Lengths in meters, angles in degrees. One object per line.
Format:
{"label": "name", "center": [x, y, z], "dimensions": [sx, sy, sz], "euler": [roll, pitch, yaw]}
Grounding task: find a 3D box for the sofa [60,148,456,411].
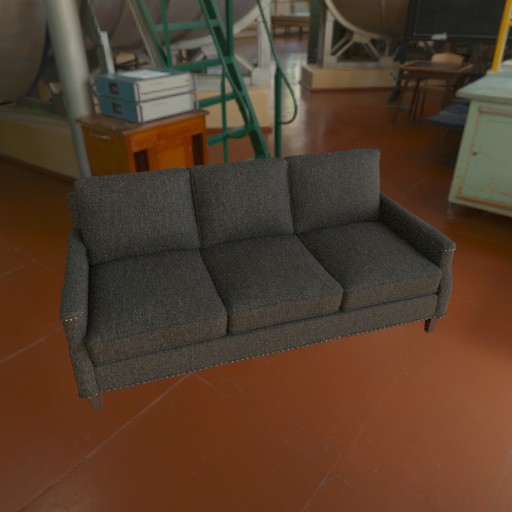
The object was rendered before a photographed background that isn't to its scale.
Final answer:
{"label": "sofa", "center": [0.000, 0.000, 2.807], "dimensions": [2.246, 1.003, 1.084], "euler": [-9, 32, -15]}
